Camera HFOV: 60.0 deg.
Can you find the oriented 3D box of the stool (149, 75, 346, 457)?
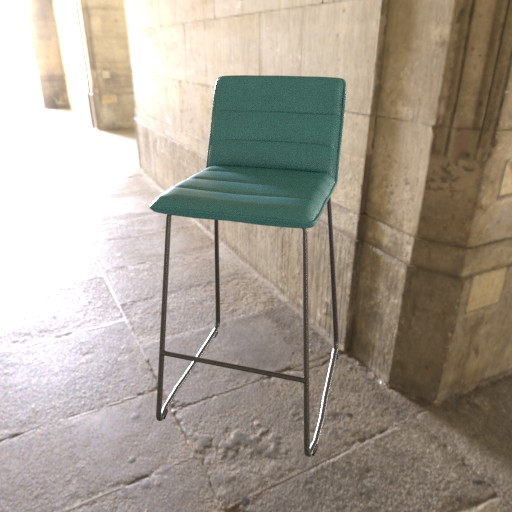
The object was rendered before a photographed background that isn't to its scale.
[{"bbox_3d":[0.000,0.000,1.271,0.489,0.936,0.524,7,26,15],"label":"stool"}]
